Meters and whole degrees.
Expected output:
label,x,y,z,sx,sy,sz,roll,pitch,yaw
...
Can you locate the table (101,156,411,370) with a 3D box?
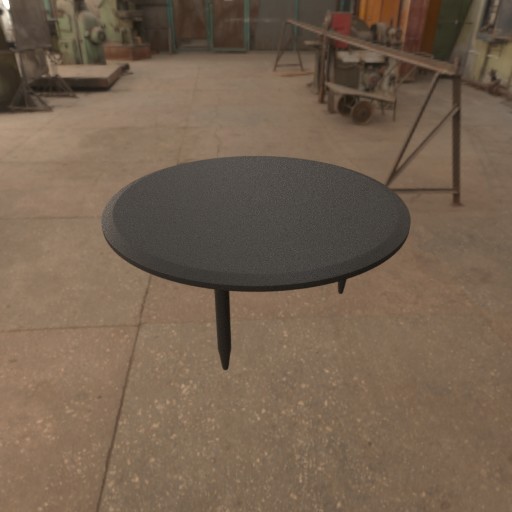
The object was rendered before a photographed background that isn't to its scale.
label,x,y,z,sx,sy,sz,roll,pitch,yaw
table,0.000,0.000,1.442,0.900,0.400,0.900,0,30,0
